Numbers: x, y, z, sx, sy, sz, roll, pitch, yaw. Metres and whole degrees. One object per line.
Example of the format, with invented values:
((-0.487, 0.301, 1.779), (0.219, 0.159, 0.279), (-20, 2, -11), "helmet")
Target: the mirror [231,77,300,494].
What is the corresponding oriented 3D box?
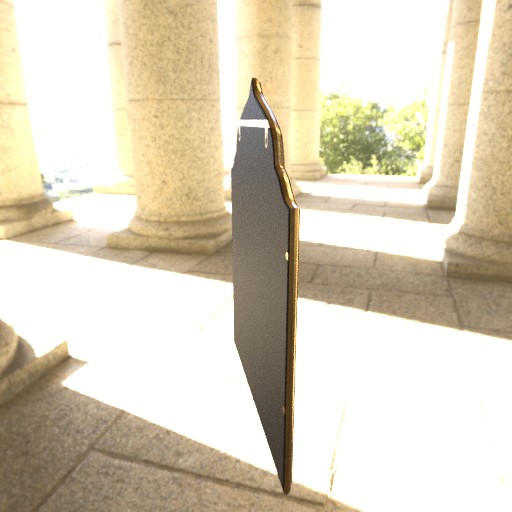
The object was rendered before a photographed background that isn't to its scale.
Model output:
((0.000, 0.000, 0.848), (0.018, 0.635, 0.513), (-3, 17, -11), "mirror")
